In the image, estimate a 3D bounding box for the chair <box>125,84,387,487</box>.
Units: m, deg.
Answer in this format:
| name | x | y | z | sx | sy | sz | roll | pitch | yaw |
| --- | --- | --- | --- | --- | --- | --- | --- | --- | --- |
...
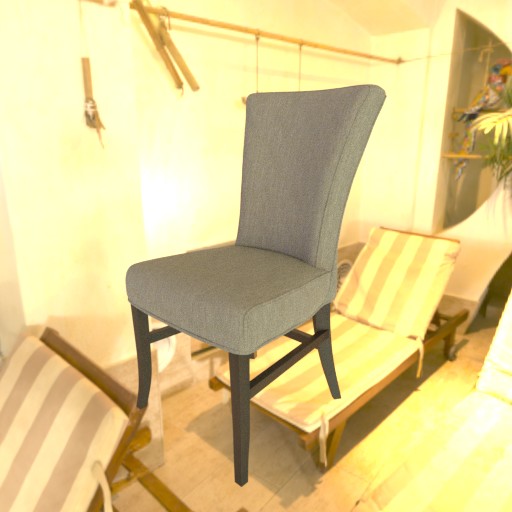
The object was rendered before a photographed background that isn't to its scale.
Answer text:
| name | x | y | z | sx | sy | sz | roll | pitch | yaw |
| --- | --- | --- | --- | --- | --- | --- | --- | --- | --- |
| chair | 0.000 | 0.000 | 1.359 | 0.520 | 0.991 | 0.660 | 15 | 22 | 42 |
